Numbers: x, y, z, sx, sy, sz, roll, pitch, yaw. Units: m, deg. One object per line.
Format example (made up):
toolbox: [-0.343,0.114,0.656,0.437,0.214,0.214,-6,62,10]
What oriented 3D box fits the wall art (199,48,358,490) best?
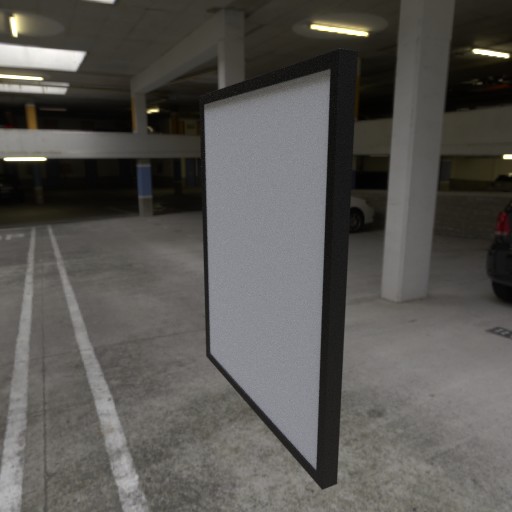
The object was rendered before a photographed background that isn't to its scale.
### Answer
wall art: [0.000,0.000,0.531,0.018,0.397,0.325,-6,14,-26]
